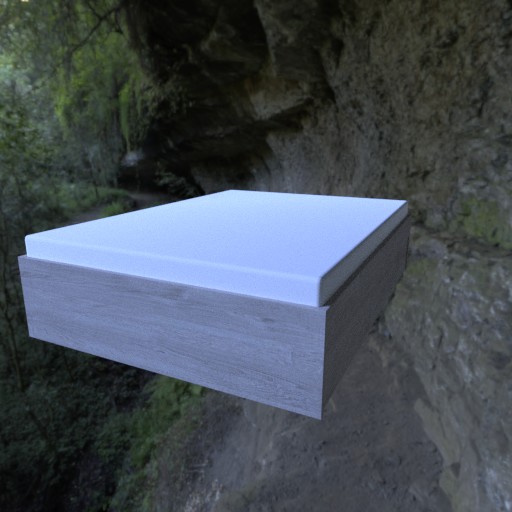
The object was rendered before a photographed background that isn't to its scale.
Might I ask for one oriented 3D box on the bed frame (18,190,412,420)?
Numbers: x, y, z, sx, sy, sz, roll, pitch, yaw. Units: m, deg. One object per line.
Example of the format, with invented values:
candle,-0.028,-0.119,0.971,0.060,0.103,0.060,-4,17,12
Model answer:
bed frame,0.000,0.000,2.579,1.448,0.490,1.944,7,17,25
